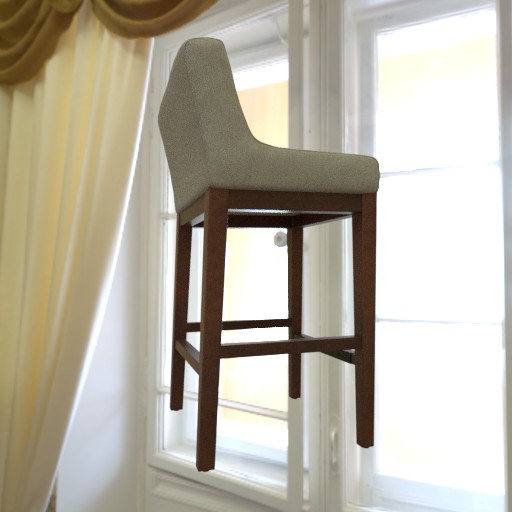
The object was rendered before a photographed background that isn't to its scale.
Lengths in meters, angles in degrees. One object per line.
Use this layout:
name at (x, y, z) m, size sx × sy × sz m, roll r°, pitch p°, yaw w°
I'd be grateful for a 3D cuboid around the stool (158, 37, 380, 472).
stool at (0.000, 0.000, 1.226) m, size 0.500 × 0.937 × 0.511 m, roll 1°, pitch -2°, yaw -18°
